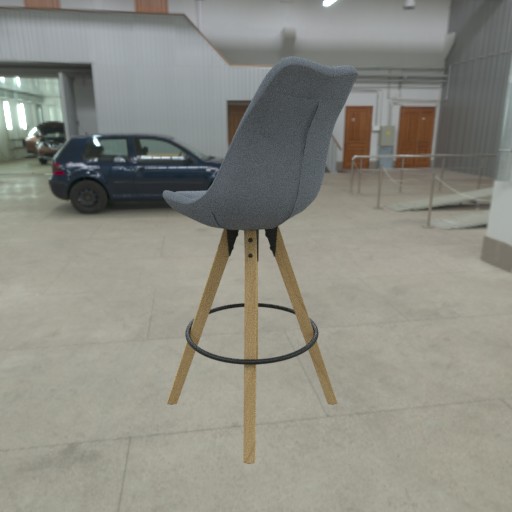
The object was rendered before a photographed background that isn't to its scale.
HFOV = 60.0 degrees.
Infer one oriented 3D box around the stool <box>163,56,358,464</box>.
[{"bbox_3d":[0.000,0.000,1.433,0.485,1.115,0.550,-15,22,-42],"label":"stool"}]
